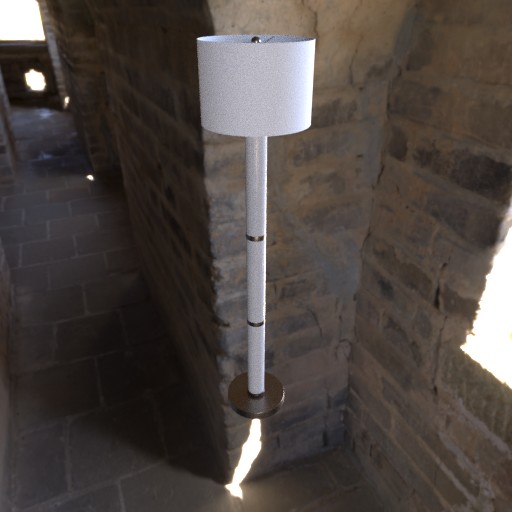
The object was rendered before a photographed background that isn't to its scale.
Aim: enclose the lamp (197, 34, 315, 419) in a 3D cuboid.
[{"bbox_3d":[0.000,0.000,1.797,0.377,1.599,0.377,10,31,18],"label":"lamp"}]
